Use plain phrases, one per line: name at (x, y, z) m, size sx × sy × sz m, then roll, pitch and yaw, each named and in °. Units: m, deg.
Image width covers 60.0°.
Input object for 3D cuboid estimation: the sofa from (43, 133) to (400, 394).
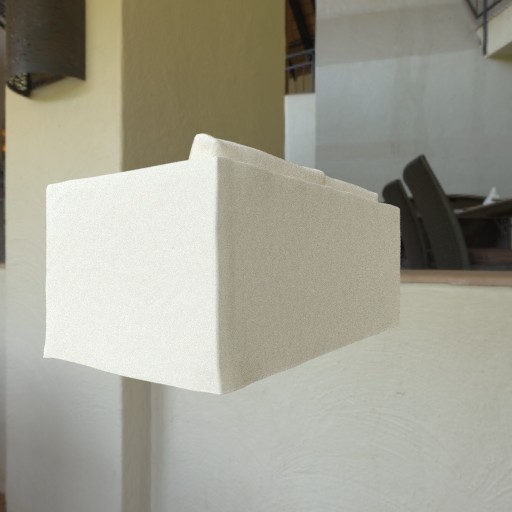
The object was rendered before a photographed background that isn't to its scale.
sofa at (0.000, 0.000, 2.262) m, size 0.962 × 0.834 × 1.746 m, roll 0°, pitch 0°, yaw 35°
